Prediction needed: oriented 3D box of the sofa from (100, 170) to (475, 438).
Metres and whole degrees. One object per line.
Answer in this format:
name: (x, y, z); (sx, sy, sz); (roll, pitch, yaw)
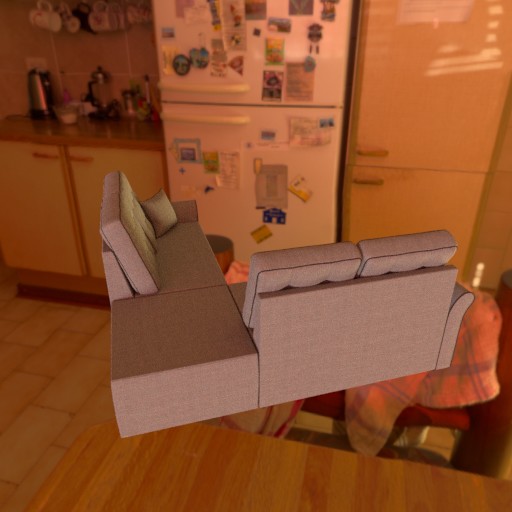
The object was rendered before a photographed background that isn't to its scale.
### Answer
sofa: (0.000, 0.000, 3.255); (2.068, 0.988, 2.070); (-7, 28, -14)
